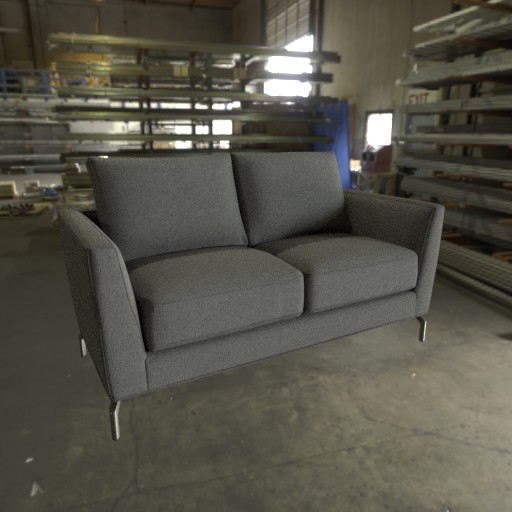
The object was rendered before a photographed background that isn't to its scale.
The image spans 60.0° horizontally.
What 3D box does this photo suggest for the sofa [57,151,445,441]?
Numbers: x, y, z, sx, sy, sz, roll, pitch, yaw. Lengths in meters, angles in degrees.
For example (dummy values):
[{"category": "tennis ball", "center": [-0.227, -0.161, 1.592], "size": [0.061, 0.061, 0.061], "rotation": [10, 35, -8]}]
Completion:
[{"category": "sofa", "center": [0.000, 0.000, 2.069], "size": [1.594, 0.924, 0.803], "rotation": [-9, 18, -28]}]
